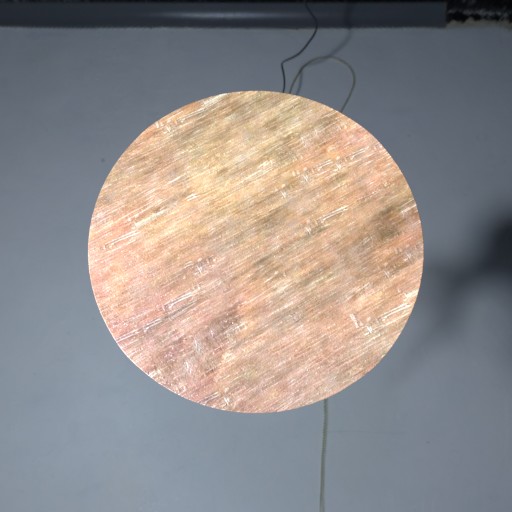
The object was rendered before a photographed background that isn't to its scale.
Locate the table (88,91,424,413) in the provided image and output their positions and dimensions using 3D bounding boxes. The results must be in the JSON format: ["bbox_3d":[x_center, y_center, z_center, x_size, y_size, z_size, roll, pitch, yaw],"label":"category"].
[{"bbox_3d":[0.000,0.000,1.508,0.974,0.450,0.974,0,75,0],"label":"table"}]
